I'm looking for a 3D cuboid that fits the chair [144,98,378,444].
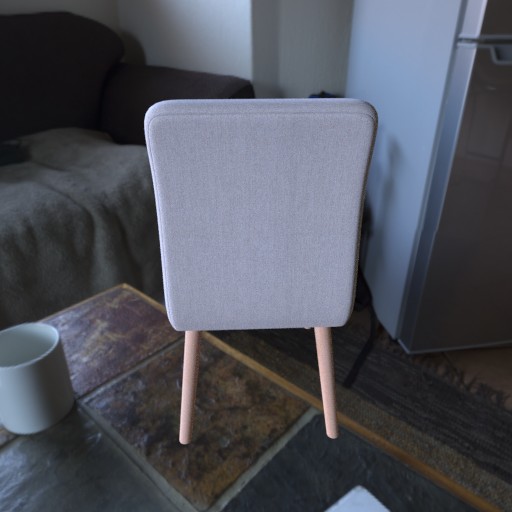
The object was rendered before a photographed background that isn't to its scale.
[{"bbox_3d":[0.000,0.000,1.184,0.435,0.885,0.550,-1,29,-2],"label":"chair"}]
